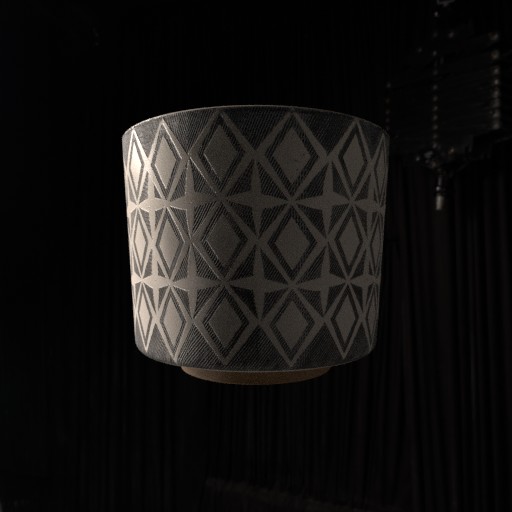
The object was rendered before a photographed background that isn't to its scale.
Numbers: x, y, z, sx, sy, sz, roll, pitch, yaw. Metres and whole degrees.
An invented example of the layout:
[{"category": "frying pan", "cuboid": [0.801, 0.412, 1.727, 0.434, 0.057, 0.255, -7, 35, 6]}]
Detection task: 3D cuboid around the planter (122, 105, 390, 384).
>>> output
[{"category": "planter", "cuboid": [0.000, 0.000, 0.451, 0.260, 0.220, 0.260, 0, 0, 0]}]
